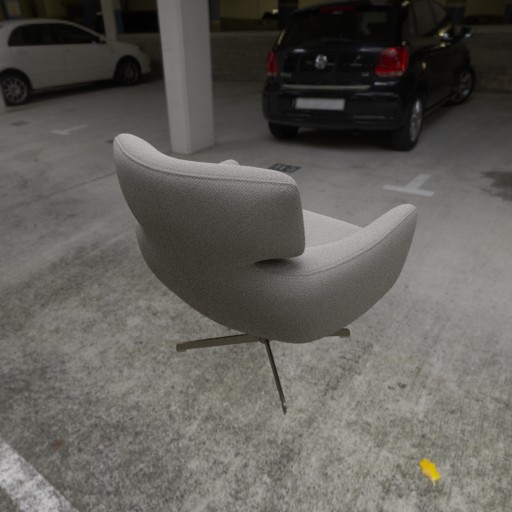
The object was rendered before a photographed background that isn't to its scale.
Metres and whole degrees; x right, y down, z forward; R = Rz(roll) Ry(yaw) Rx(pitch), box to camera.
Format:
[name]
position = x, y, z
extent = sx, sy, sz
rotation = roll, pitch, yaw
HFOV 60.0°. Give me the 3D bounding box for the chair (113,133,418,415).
[chair]
position = 0.000, 0.000, 1.380
extent = 0.760, 0.810, 0.730
rotation = 21, 37, 30
